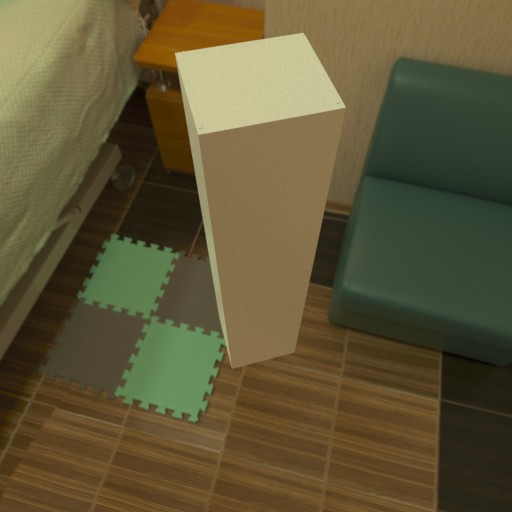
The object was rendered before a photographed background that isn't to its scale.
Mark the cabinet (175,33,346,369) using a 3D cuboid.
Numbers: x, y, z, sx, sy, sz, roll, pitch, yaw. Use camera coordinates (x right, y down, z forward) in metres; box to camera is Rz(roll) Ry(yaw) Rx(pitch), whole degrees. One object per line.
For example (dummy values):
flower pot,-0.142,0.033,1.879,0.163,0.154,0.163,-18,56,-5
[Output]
cabinet,0.000,0.000,1.526,0.300,1.400,0.269,-13,59,-8
